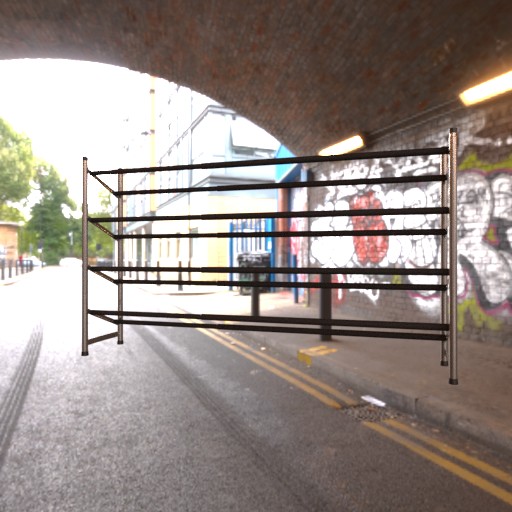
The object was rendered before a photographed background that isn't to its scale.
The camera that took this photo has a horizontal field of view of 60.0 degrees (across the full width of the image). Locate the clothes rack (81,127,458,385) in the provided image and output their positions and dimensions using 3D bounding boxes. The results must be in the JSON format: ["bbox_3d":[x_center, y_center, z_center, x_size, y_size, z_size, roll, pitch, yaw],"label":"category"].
[{"bbox_3d":[0.000,0.000,1.429,1.168,0.672,0.229,0,0,17],"label":"clothes rack"}]
